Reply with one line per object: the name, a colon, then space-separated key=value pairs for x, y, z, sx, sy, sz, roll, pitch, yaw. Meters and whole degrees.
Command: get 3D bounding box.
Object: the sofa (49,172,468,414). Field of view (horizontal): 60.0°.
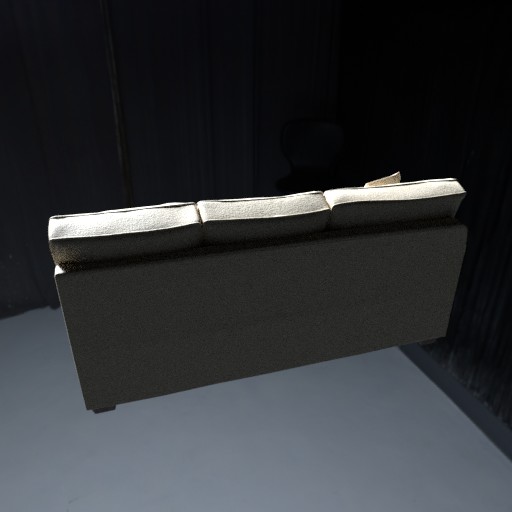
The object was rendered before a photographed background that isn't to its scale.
sofa: x=0.000 y=0.000 z=2.508 sx=1.962 sy=0.946 sz=1.034 roll=-8 pitch=27 yaw=-15
